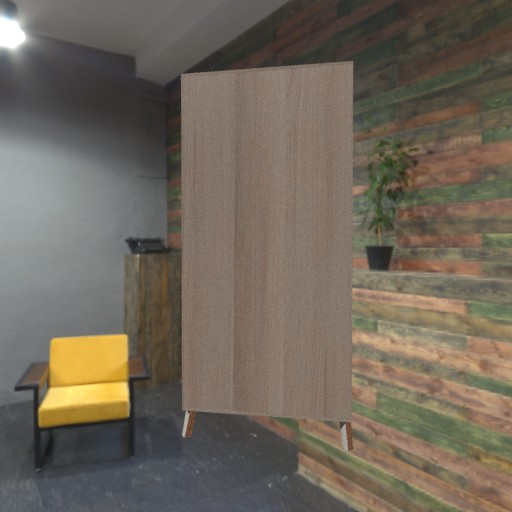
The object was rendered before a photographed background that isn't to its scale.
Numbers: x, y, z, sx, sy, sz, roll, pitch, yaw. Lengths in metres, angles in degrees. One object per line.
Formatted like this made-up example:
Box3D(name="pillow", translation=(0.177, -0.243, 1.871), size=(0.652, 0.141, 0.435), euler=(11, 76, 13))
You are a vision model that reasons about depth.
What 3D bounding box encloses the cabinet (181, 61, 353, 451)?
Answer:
Box3D(name="cabinet", translation=(0.000, 0.000, 2.663), size=(0.969, 1.957, 1.272), euler=(-1, 1, -34))
